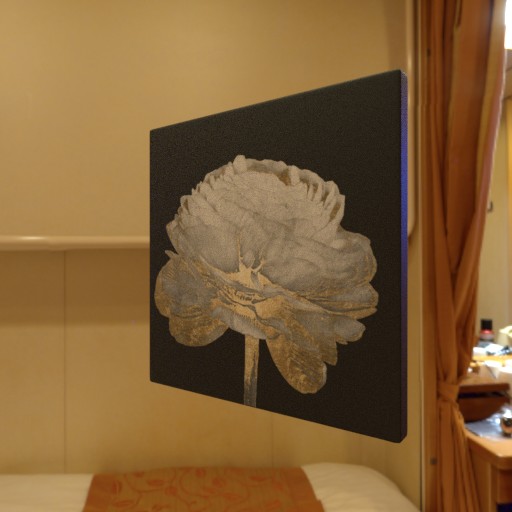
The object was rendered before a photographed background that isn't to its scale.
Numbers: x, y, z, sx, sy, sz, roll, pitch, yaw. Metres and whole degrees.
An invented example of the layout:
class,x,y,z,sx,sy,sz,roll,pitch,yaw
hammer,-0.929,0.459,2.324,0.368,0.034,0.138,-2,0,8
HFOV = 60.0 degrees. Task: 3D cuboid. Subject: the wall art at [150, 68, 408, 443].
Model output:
class,x,y,z,sx,sy,sz,roll,pitch,yaw
wall art,0.000,0.000,0.913,0.610,0.611,0.043,0,0,36
